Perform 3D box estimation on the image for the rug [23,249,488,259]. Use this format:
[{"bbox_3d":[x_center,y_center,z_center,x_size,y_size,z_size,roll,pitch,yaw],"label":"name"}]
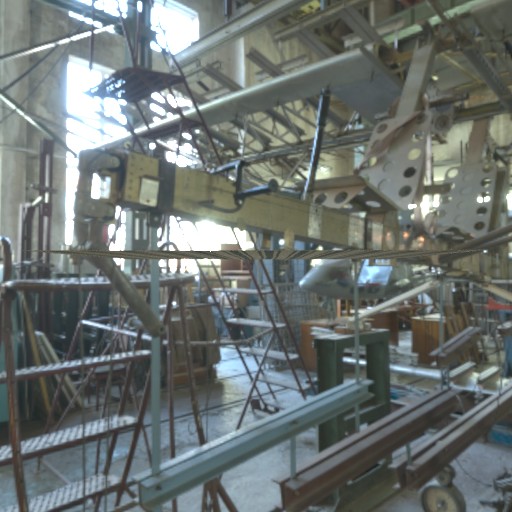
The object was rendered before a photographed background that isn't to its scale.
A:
[{"bbox_3d":[0.000,0.000,4.209,3.201,0.005,2.439,0,-2,1],"label":"rug"}]
